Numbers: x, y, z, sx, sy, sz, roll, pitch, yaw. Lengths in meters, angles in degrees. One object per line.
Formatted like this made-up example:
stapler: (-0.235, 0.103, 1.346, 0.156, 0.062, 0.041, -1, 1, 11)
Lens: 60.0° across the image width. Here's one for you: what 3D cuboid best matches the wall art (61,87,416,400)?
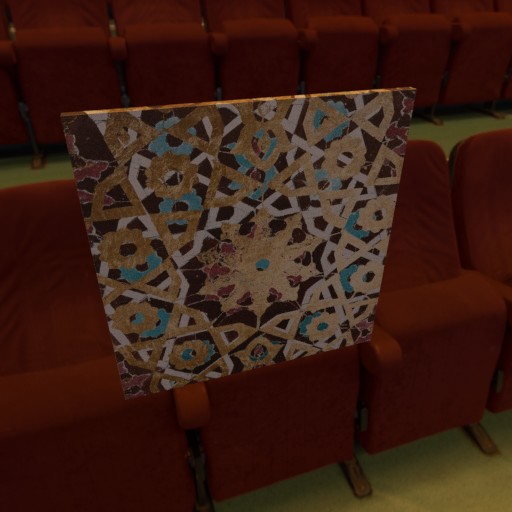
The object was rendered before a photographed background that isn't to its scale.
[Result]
wall art: (0.000, 0.000, 1.117, 0.757, 0.762, 0.028, -10, 33, -15)
